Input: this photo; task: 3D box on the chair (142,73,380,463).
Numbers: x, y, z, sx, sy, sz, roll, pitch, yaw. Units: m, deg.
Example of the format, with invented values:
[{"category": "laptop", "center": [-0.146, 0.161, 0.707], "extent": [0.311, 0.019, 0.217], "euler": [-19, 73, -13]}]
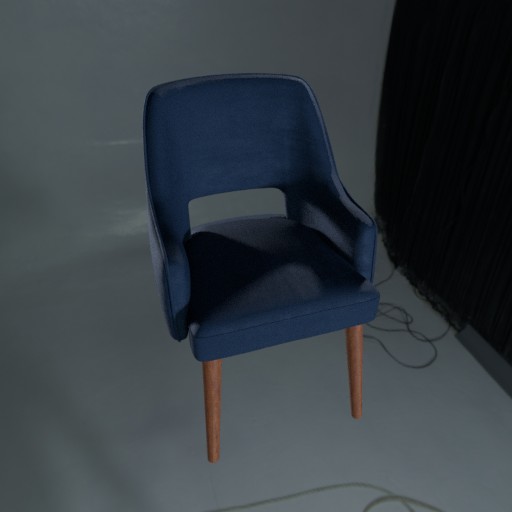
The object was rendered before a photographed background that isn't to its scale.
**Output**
[{"category": "chair", "center": [0.000, 0.000, 1.220], "extent": [0.559, 0.844, 0.591], "euler": [-10, 35, -15]}]
